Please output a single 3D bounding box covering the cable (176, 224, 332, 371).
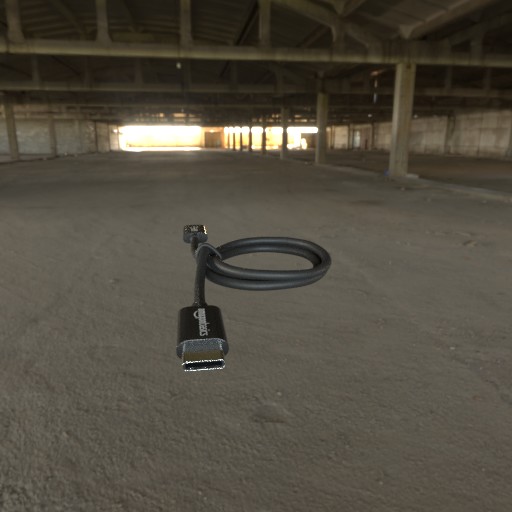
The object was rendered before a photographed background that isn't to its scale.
[{"bbox_3d":[0.000,0.000,0.205,0.070,0.014,0.186,-2,15,-9],"label":"cable"}]
